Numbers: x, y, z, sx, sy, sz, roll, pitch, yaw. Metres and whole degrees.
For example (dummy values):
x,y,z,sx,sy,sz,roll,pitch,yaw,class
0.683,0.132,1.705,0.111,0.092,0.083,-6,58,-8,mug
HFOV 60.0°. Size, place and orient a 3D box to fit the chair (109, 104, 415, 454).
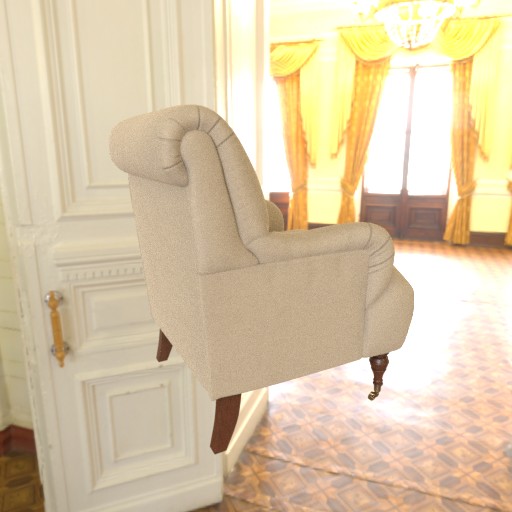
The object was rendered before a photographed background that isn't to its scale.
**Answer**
x,y,z,sx,sy,sz,roll,pitch,yaw,class
0.000,0.000,1.543,0.842,0.942,0.766,-7,16,-26,chair
